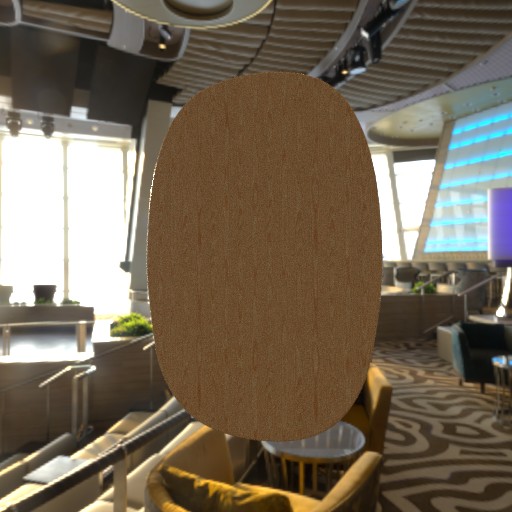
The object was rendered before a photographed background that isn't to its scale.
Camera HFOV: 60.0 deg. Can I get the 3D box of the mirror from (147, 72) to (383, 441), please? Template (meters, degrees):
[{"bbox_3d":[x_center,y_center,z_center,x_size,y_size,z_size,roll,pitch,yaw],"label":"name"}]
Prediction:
[{"bbox_3d":[0.000,0.000,1.316,0.724,1.075,0.037,0,-1,18],"label":"mirror"}]
